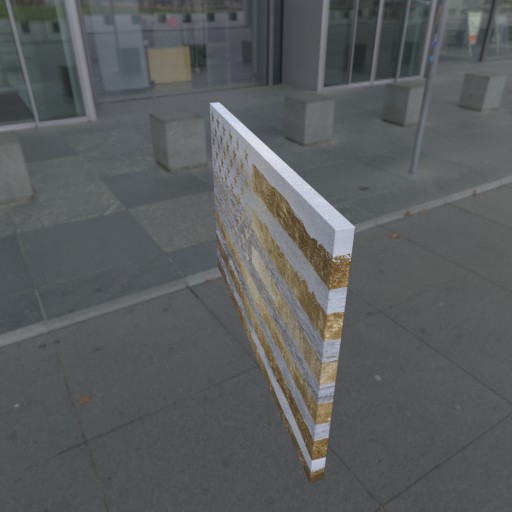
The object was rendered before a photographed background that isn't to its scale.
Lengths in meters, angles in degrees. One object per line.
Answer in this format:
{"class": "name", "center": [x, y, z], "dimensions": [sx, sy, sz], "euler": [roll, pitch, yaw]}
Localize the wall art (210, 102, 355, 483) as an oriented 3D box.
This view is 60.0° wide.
{"class": "wall art", "center": [0.000, 0.000, 1.473], "dimensions": [0.041, 0.762, 1.145], "euler": [-9, 32, -14]}
